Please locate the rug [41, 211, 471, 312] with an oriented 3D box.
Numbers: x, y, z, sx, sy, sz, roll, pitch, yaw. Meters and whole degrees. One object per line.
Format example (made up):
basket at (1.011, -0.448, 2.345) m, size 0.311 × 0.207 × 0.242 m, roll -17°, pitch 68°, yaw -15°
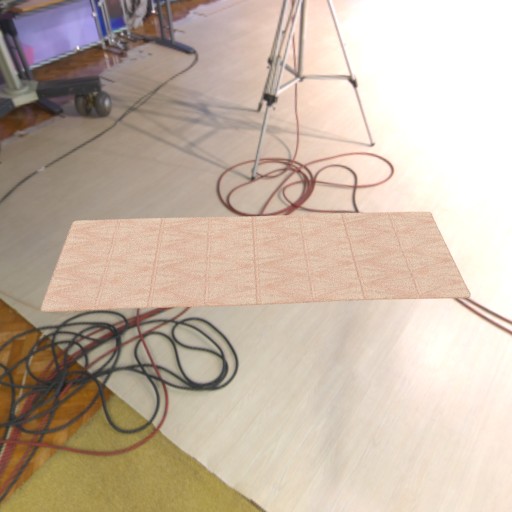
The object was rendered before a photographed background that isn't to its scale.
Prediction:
rug at (0.000, 0.000, 2.753) m, size 2.435 × 0.015 × 0.760 m, roll -2°, pitch 46°, yaw -2°
